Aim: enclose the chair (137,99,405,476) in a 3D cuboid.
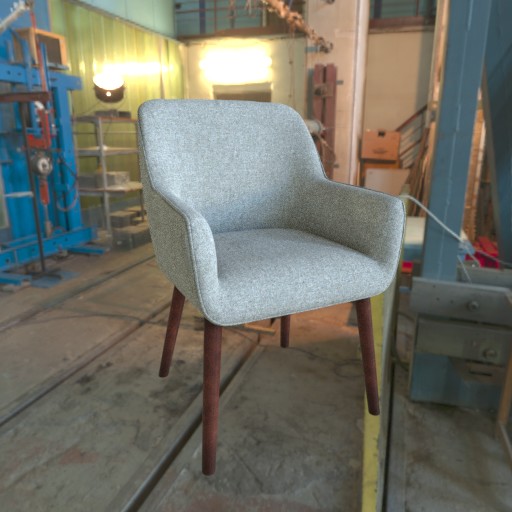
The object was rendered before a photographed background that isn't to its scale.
[{"bbox_3d":[0.000,0.000,1.164,0.543,0.803,0.519,-8,17,-26],"label":"chair"}]
